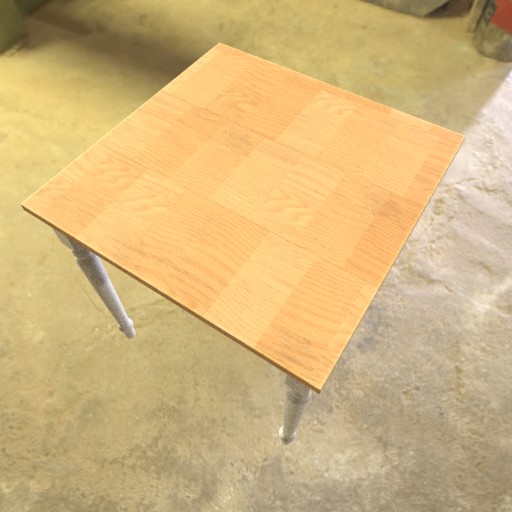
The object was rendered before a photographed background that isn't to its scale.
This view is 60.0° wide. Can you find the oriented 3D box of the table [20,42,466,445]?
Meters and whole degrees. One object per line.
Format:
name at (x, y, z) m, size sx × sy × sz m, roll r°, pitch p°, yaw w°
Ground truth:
table at (0.000, 0.000, 1.337) m, size 0.747 × 0.738 × 0.747 m, roll 29°, pitch 61°, yaw 18°
